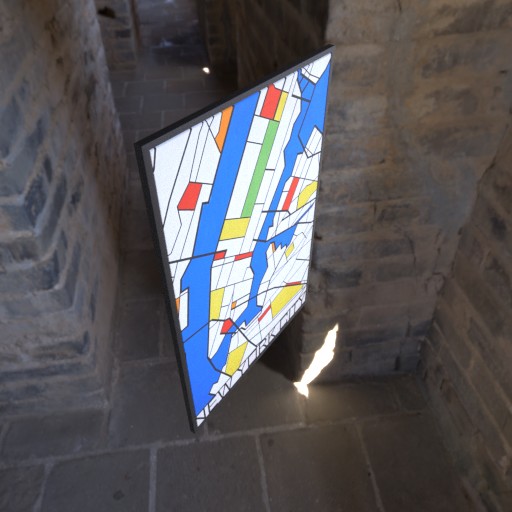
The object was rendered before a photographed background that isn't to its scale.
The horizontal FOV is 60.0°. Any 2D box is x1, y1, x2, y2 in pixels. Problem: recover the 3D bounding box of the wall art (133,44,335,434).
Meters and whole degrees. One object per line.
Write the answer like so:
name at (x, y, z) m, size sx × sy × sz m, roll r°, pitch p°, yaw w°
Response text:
wall art at (0.000, 0.000, 0.856) m, size 0.013 × 0.660 × 0.460 m, roll 25°, pitch 47°, yaw 26°
